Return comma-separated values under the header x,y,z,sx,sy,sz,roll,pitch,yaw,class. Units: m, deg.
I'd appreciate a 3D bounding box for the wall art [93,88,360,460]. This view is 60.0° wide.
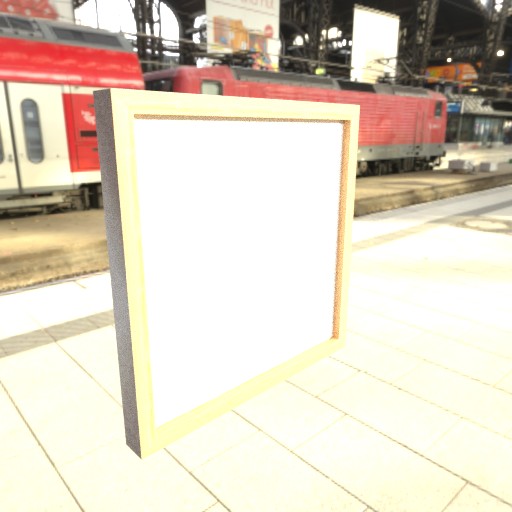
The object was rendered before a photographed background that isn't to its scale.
x,y,z,sx,sy,sz,roll,pitch,yaw,class
0.000,0.000,0.455,0.303,0.303,0.028,-15,21,-42,wall art
